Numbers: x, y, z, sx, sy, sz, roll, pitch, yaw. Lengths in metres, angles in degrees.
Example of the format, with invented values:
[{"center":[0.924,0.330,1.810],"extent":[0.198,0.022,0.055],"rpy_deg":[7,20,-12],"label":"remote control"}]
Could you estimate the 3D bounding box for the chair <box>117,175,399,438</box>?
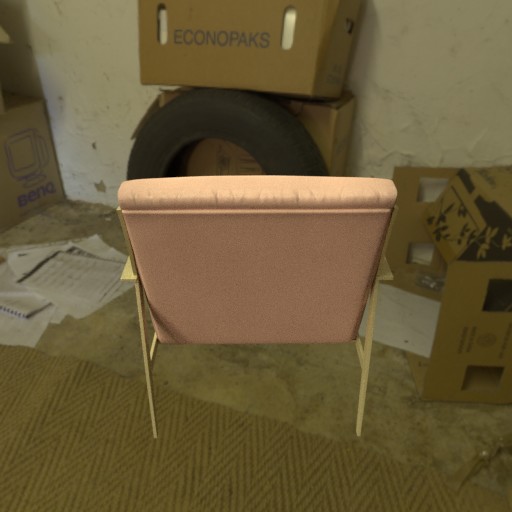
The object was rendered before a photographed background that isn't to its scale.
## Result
[{"center":[0.000,0.000,1.488],"extent":[0.701,0.823,0.848],"rpy_deg":[0,31,-1],"label":"chair"}]
